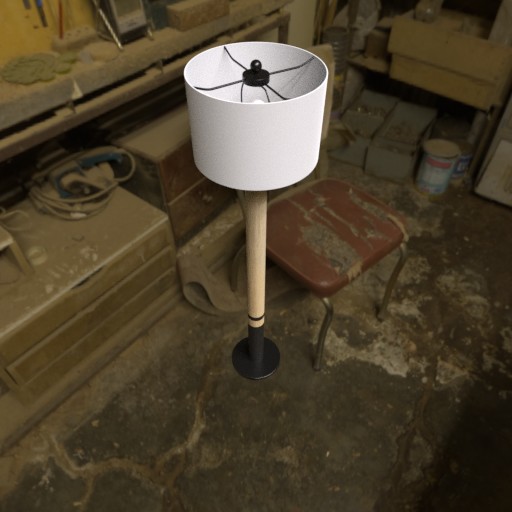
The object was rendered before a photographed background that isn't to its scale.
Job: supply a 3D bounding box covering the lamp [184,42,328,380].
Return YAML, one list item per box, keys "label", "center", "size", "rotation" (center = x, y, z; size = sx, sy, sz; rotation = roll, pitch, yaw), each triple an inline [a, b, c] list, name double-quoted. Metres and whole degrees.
- label: "lamp"
  center: [0.000, 0.000, 1.692]
  size: [0.381, 1.478, 0.381]
  rotation: [32, 54, 27]
